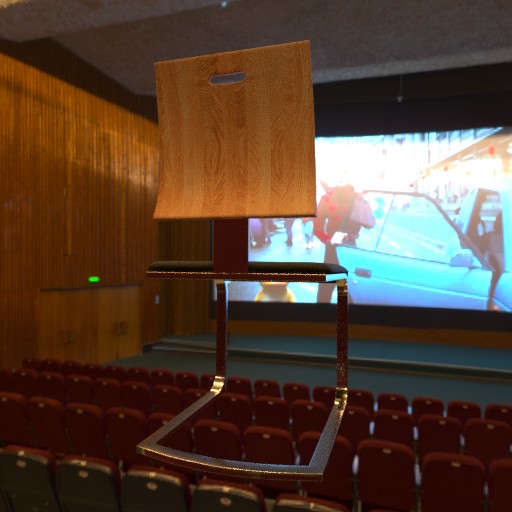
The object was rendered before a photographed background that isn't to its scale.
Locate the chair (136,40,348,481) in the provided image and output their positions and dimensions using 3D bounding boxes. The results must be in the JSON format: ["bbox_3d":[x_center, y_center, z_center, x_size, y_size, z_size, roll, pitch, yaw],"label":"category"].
[{"bbox_3d":[0.000,0.000,1.220,0.462,0.936,0.560,0,0,18],"label":"chair"}]
